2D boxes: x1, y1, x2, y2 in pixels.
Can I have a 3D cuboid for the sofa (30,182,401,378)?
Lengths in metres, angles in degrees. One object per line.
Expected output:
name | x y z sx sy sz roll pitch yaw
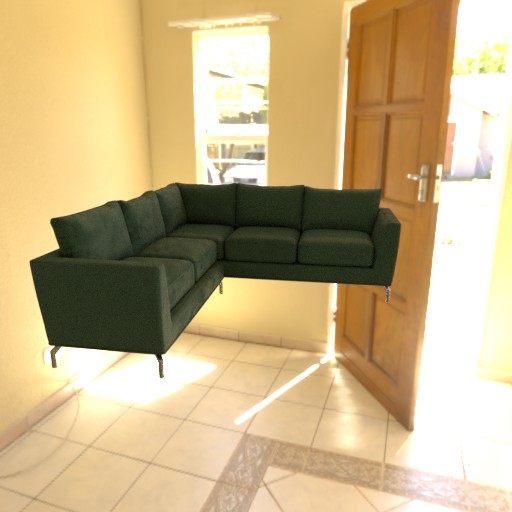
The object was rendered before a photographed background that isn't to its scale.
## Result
sofa | 0.000 0.000 3.762 2.452 1.004 2.468 3 16 9
